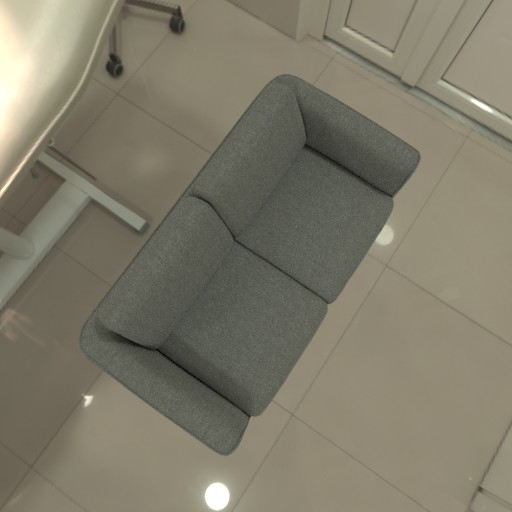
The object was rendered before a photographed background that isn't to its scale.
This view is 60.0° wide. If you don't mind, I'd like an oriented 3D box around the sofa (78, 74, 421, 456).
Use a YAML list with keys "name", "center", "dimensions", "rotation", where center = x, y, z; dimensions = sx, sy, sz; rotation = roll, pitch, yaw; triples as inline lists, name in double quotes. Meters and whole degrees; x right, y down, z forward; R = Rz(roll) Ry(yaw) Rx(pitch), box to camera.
- name: "sofa"
  center: [0.000, 0.000, 2.236]
  dimensions: [0.920, 0.870, 1.700]
  rotation: [33, 79, 7]
